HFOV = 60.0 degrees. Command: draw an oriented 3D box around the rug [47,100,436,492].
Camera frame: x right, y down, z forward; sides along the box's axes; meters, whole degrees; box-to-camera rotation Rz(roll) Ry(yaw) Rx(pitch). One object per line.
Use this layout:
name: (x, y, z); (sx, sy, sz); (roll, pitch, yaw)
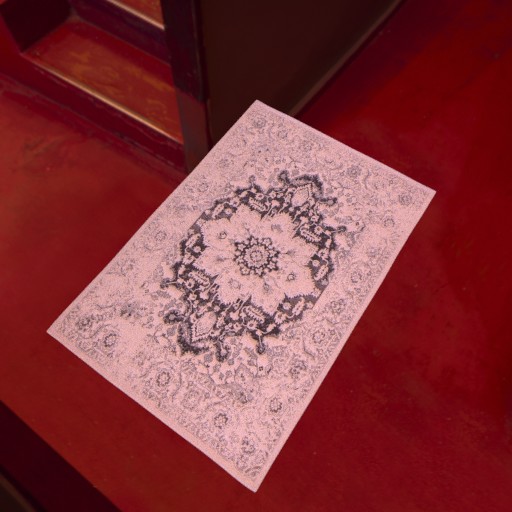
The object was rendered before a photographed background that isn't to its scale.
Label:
rug: (0.000, 0.000, 2.313); (1.223, 0.008, 1.813); (32, 68, 14)
